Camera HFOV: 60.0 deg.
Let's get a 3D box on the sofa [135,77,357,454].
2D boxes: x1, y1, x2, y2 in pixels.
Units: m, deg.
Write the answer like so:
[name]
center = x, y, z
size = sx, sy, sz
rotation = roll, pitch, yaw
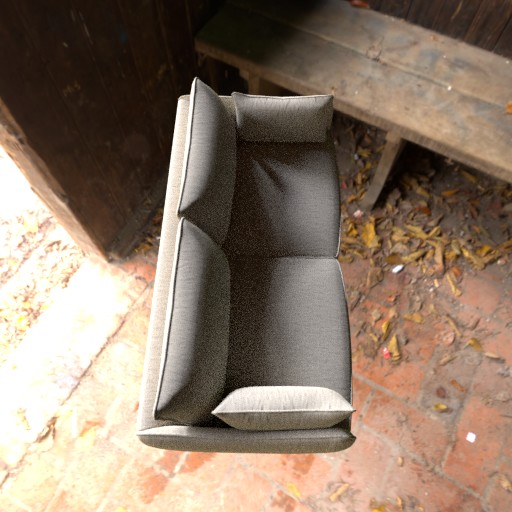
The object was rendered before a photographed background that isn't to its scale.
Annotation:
[sofa]
center = 0.000, 0.000, 2.446
size = 0.991, 0.860, 1.989
rotation = 1, 65, 1
